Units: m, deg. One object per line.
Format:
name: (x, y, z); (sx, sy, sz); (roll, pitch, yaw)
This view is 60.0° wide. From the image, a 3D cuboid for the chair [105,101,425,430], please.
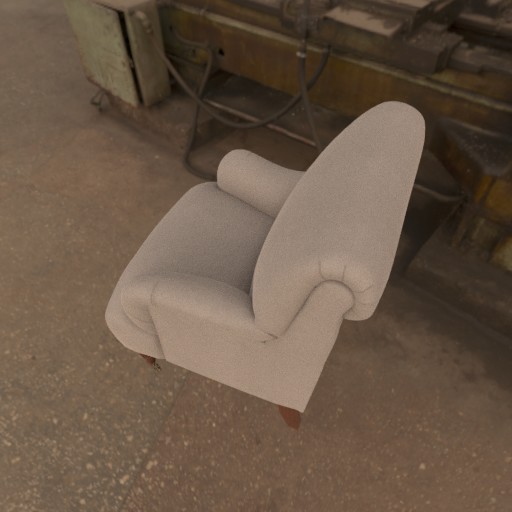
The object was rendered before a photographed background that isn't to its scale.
chair: (0.000, 0.000, 1.513); (0.842, 0.942, 0.766); (17, 50, 15)
